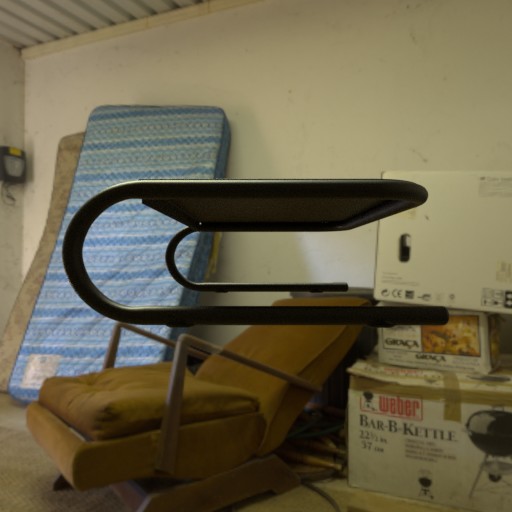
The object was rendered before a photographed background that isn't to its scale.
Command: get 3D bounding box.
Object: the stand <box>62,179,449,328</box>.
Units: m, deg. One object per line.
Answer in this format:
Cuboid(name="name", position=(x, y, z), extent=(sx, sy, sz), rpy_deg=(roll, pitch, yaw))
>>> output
Cuboid(name="stand", position=(0.000, 0.000, 0.500), extent=(0.280, 0.108, 0.370), rpy_deg=(0, -1, 0))
